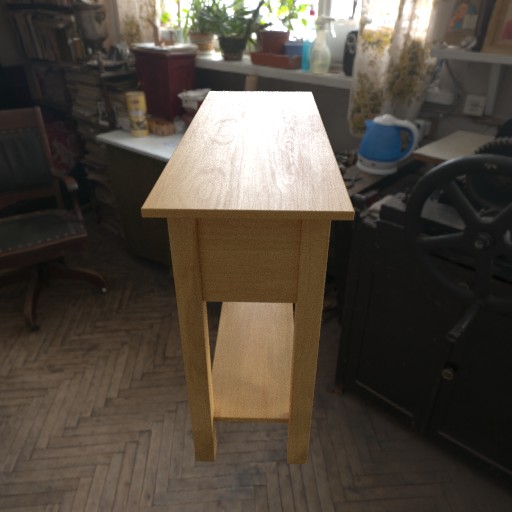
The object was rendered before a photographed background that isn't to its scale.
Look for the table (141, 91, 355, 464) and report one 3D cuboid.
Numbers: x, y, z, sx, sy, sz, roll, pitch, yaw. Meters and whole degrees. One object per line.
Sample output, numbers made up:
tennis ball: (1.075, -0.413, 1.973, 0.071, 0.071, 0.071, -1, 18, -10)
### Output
table: (0.000, 0.000, 1.276, 0.340, 0.728, 0.900, 1, 32, 2)
